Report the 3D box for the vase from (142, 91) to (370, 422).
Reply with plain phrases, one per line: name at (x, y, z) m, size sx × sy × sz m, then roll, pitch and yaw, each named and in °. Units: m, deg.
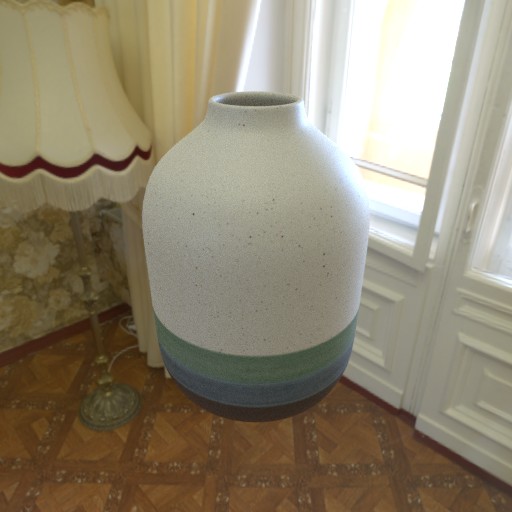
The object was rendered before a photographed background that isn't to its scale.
vase at (0.000, 0.000, 0.354) m, size 0.169 × 0.240 × 0.169 m, roll 0°, pitch 29°, yaw 0°
